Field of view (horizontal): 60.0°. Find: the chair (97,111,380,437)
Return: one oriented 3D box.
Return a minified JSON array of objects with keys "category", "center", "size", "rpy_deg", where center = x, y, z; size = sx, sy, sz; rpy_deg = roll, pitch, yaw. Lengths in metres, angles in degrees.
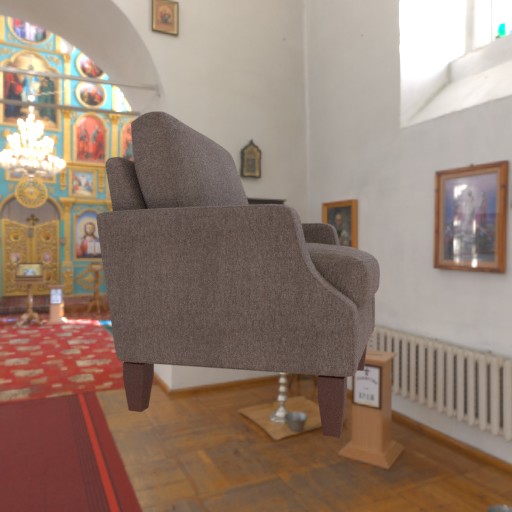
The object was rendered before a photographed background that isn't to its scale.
[{"category":"chair","center":[0.000,0.000,1.701],"size":[0.897,0.993,0.855],"rpy_deg":[0,0,18]}]
